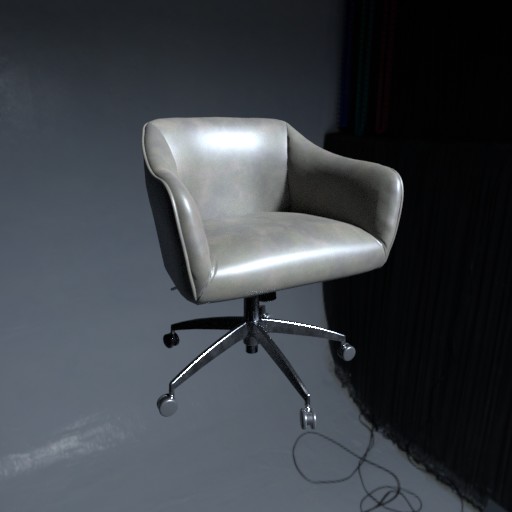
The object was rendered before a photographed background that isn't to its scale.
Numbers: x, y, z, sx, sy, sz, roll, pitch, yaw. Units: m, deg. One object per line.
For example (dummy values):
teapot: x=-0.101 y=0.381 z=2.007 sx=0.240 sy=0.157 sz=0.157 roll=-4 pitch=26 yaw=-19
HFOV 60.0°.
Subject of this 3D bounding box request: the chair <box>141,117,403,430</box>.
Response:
chair: x=0.000 y=0.000 z=1.377 sx=0.713 sy=0.827 sz=0.689 roll=-9 pitch=19 yaw=-27
